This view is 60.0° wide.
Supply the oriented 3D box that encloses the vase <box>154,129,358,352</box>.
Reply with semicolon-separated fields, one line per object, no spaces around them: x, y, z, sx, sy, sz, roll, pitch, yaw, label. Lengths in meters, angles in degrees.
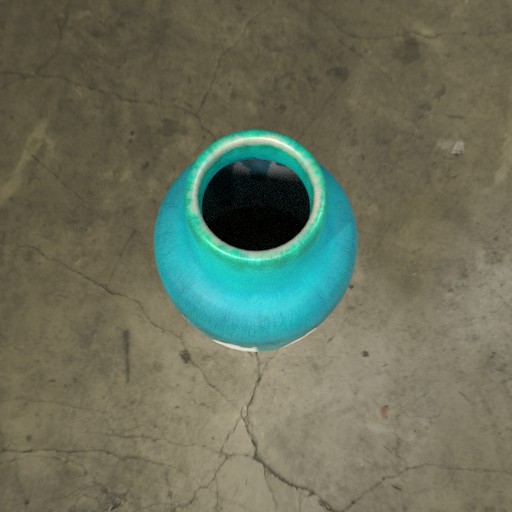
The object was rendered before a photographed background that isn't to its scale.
0.000;0.000;0.254;0.106;0.192;0.106;0;76;0;vase
